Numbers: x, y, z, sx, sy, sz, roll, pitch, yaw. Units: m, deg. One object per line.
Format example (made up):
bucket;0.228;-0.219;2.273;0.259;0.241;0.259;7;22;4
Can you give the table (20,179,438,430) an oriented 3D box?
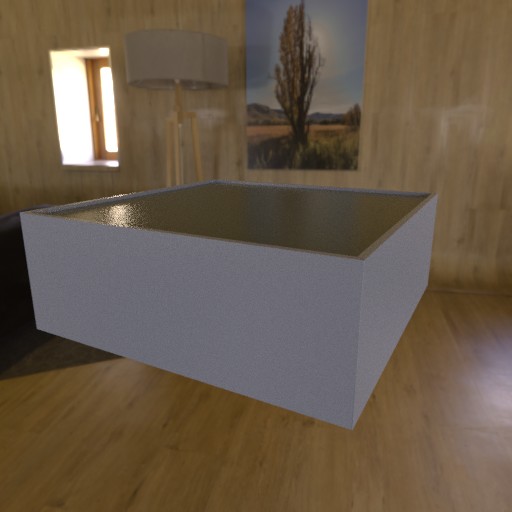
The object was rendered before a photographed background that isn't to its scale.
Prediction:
table;0.000;0.000;1.213;0.801;0.299;0.801;9;18;28
